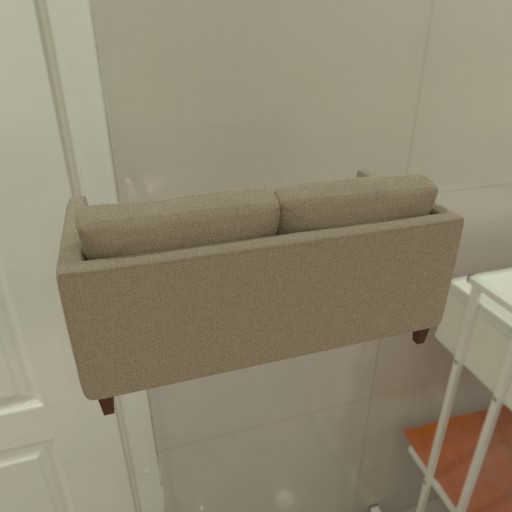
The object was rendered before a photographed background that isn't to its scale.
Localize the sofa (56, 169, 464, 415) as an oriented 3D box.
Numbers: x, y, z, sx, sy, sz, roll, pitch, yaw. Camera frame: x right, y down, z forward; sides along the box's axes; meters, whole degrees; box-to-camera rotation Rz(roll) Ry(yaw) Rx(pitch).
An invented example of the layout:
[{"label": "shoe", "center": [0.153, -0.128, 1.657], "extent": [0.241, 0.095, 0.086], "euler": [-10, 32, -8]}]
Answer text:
[{"label": "sofa", "center": [0.000, 0.000, 2.415], "extent": [1.884, 0.947, 0.951], "euler": [-8, 28, -16]}]
